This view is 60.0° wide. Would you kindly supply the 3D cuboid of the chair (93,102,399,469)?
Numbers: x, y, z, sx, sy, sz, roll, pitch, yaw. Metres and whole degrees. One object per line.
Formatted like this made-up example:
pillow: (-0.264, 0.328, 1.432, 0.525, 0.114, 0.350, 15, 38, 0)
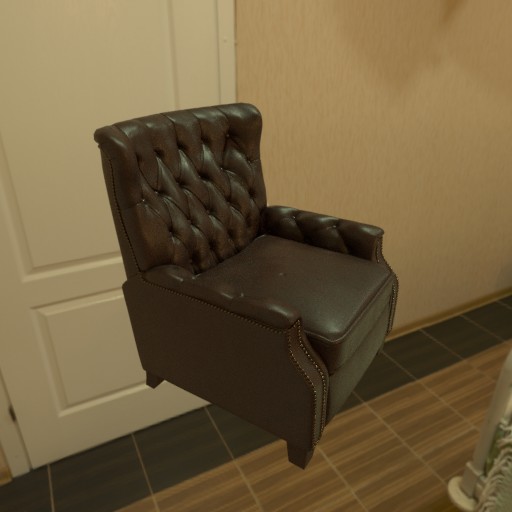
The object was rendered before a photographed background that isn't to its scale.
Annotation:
chair: (0.000, 0.000, 1.472, 0.823, 0.864, 0.709, 16, 31, 30)
